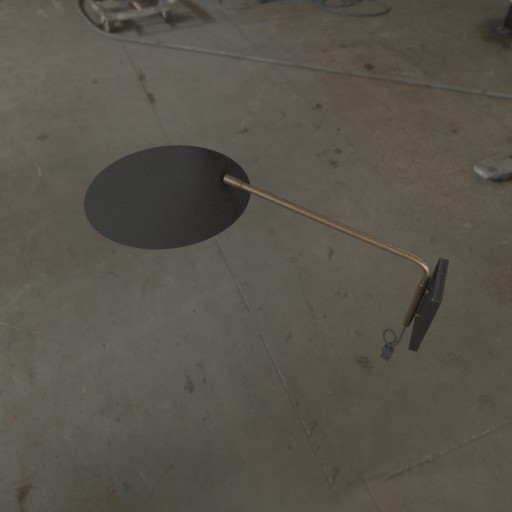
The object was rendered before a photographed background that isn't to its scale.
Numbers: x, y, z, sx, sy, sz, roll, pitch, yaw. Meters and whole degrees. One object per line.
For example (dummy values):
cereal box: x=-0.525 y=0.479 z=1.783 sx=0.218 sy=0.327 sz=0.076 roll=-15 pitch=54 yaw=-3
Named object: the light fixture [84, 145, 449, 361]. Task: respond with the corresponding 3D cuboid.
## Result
light fixture: x=0.000 y=0.000 z=0.669 sx=0.516 sy=0.312 sz=0.240 roll=17 pitch=49 yaw=16
